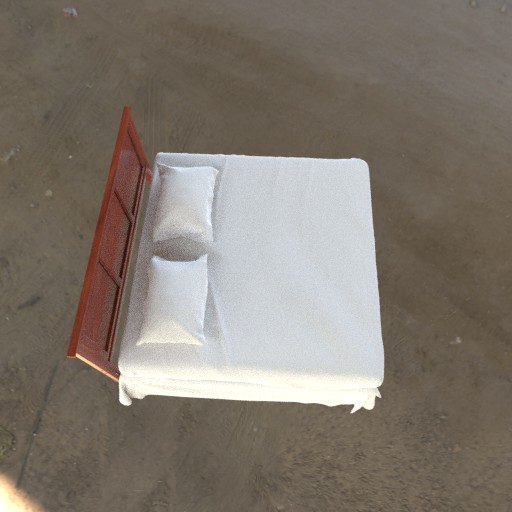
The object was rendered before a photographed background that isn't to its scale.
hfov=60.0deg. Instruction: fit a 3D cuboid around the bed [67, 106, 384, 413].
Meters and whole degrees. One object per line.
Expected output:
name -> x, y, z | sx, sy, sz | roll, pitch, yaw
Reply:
bed -> 0.000, 0.000, 3.668 | 2.219, 1.271, 2.314 | 2, 65, 1
